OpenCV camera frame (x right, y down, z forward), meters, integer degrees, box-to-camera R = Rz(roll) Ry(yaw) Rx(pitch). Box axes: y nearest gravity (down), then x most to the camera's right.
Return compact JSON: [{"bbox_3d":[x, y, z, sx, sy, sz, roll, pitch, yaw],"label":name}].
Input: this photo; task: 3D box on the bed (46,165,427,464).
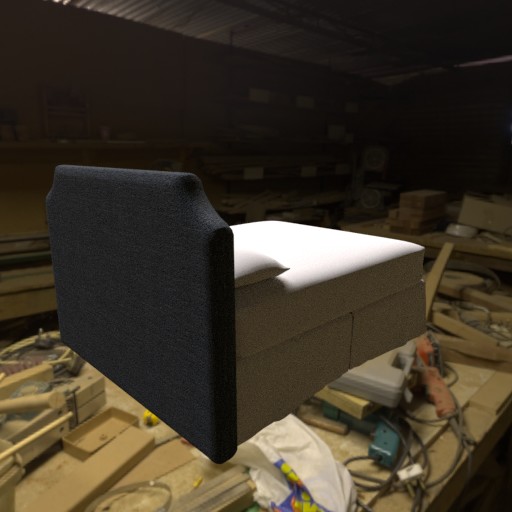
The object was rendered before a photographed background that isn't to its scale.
[{"bbox_3d":[0.000,0.000,3.176,2.208,1.297,1.828,-13,19,-42],"label":"bed"}]
